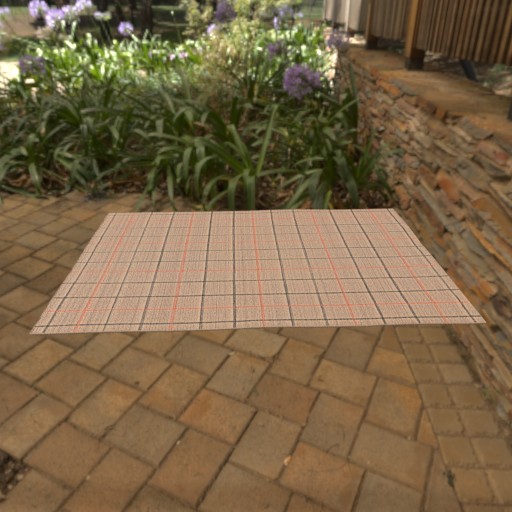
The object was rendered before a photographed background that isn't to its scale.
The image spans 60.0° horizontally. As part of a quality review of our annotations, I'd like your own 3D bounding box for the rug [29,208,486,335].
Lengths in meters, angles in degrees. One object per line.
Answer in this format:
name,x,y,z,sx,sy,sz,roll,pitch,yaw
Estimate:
rug,0.000,0.000,2.306,1.829,0.013,1.220,-1,28,-2
